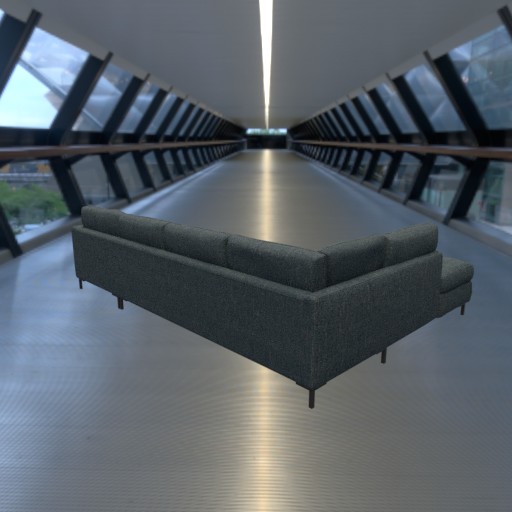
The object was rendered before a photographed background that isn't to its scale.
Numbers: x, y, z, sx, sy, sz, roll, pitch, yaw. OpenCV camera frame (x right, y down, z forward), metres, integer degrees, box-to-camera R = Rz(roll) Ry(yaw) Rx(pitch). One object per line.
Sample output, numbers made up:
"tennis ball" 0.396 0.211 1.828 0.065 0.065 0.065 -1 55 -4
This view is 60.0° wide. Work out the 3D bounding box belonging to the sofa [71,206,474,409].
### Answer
"sofa" 0.000 0.000 3.580 1.879 0.753 2.737 -13 19 -43
